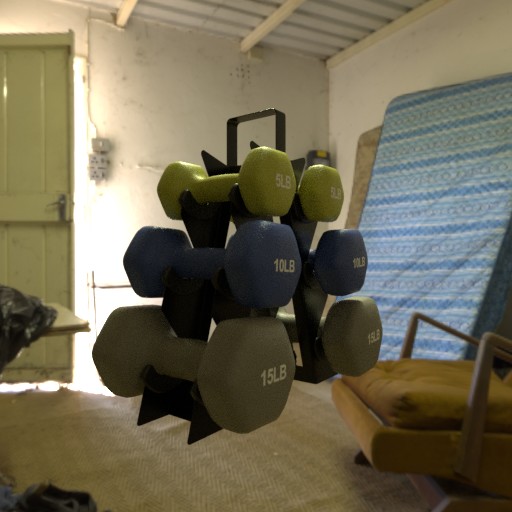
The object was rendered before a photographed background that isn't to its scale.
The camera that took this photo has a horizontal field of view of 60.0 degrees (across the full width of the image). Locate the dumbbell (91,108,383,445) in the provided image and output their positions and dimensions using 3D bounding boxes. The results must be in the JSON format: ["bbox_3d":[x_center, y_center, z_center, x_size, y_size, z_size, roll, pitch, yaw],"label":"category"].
[{"bbox_3d":[0.000,0.000,0.675,0.261,0.426,0.416,0,1,37],"label":"dumbbell"}]
